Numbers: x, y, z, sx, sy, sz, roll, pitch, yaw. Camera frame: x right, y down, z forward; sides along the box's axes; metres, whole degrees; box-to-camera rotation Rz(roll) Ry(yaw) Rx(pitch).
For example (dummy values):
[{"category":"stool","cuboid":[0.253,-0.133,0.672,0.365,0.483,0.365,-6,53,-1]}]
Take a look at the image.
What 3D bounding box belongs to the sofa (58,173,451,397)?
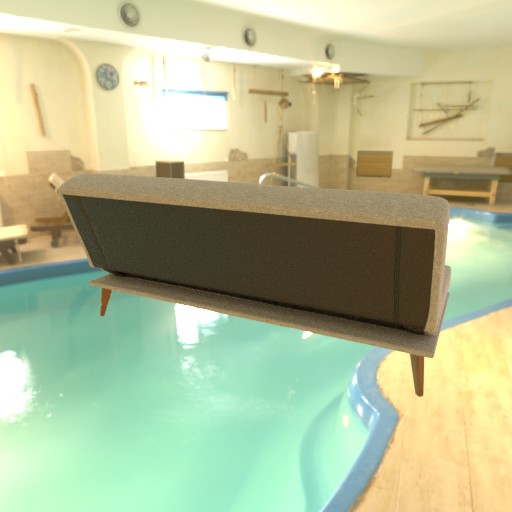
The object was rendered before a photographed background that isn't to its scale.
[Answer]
[{"category":"sofa","cuboid":[0.000,0.000,2.252,1.800,0.810,0.860,8,18,26]}]
